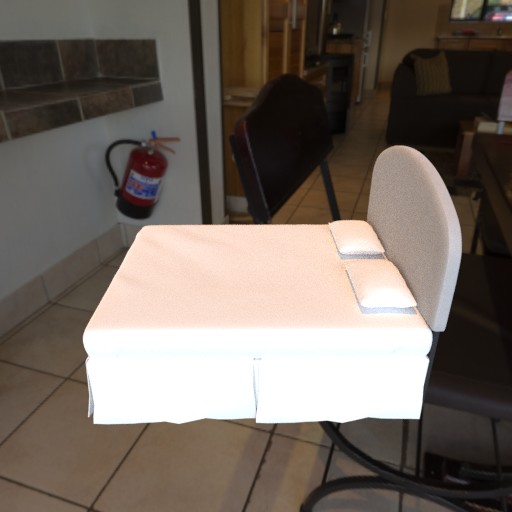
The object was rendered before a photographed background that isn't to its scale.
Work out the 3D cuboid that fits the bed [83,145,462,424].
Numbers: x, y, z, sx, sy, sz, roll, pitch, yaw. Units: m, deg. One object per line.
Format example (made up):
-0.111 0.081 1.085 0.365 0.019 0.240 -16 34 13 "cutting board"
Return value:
0.000 0.000 2.994 2.005 1.410 1.607 0 27 0 "bed"
